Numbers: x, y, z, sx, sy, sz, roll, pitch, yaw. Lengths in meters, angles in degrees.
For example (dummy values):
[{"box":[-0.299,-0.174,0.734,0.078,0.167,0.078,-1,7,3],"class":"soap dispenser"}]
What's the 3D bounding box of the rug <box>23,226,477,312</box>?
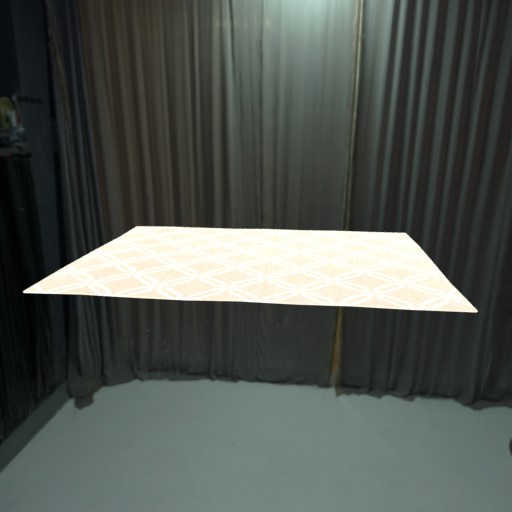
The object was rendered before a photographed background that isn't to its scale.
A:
[{"box":[0.000,0.000,2.760,2.135,0.013,1.524,2,16,6],"class":"rug"}]
